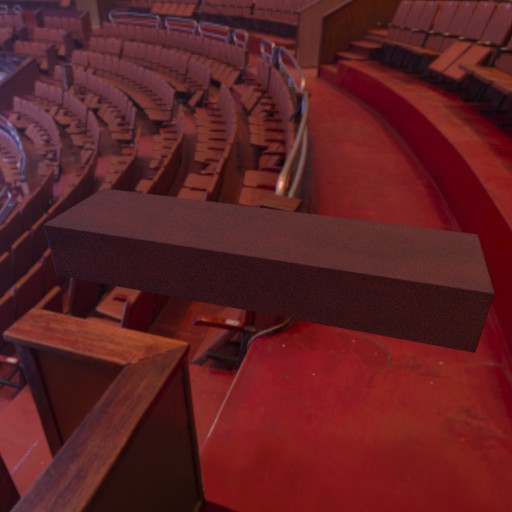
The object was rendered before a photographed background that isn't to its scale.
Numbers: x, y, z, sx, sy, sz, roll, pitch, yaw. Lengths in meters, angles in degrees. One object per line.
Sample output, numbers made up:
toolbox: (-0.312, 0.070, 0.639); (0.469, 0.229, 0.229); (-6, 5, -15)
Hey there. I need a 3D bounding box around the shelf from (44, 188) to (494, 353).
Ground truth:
shelf: (0.000, 0.000, 0.659); (0.607, 0.088, 0.152); (9, 31, 15)
